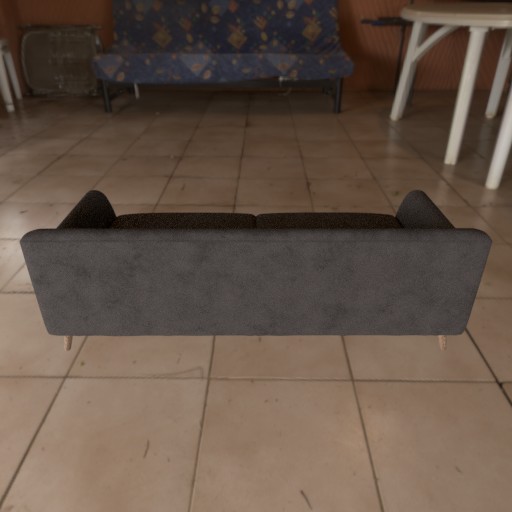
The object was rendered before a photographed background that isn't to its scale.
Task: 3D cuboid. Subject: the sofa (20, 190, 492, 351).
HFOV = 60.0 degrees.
[{"bbox_3d":[0.000,0.000,2.585,2.190,0.740,0.900,0,30,0],"label":"sofa"}]
